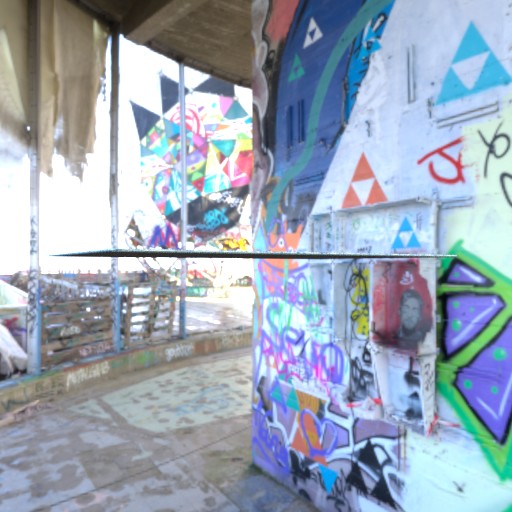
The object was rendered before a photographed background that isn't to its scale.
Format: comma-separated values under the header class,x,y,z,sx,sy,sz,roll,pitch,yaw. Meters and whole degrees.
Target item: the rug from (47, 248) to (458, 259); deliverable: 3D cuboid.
class,x,y,z,sx,sy,sz,roll,pitch,yaw
rug,0.000,0.000,3.098,2.438,0.015,1.524,1,-1,-34
